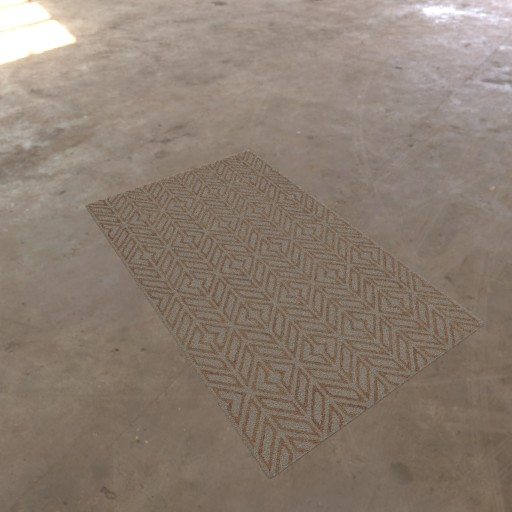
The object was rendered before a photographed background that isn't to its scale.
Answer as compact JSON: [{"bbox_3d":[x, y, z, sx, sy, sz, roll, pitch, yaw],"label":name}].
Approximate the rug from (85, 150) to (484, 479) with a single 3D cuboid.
[{"bbox_3d":[0.000,0.000,2.965,1.523,0.008,2.438,-25,48,-25],"label":"rug"}]
